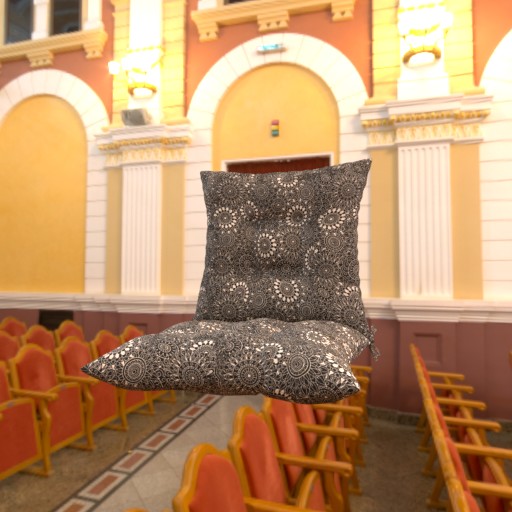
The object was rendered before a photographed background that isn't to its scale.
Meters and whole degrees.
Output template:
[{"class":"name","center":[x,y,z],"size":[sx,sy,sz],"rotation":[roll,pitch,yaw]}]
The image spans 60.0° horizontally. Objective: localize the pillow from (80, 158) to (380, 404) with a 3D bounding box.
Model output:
[{"class":"pillow","center":[0.000,0.000,1.021],"size":[0.541,0.536,0.585],"rotation":[-1,-2,17]}]
